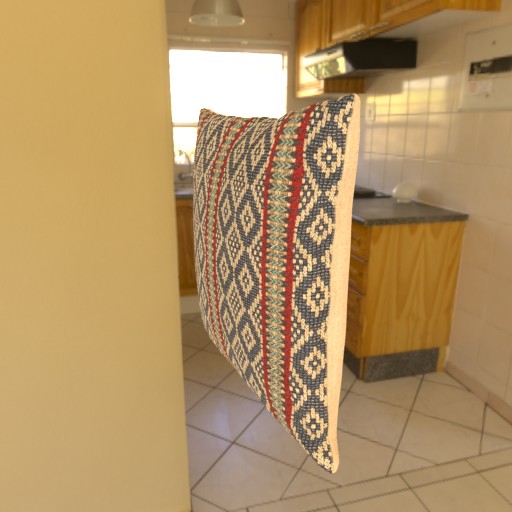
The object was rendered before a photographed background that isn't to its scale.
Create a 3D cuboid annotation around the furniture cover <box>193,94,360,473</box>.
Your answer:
[{"bbox_3d":[0.000,0.000,0.656,0.139,0.431,0.431,-8,18,-25],"label":"furniture cover"}]
